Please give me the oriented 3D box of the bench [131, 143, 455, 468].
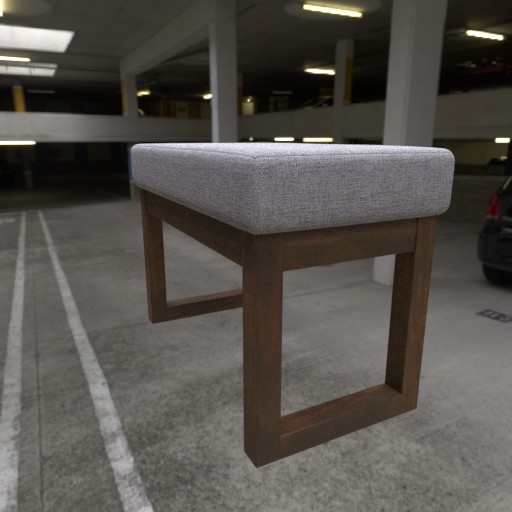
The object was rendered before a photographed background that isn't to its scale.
[{"bbox_3d":[0.000,0.000,0.955,0.366,0.467,0.681,-8,17,-26],"label":"bench"}]
